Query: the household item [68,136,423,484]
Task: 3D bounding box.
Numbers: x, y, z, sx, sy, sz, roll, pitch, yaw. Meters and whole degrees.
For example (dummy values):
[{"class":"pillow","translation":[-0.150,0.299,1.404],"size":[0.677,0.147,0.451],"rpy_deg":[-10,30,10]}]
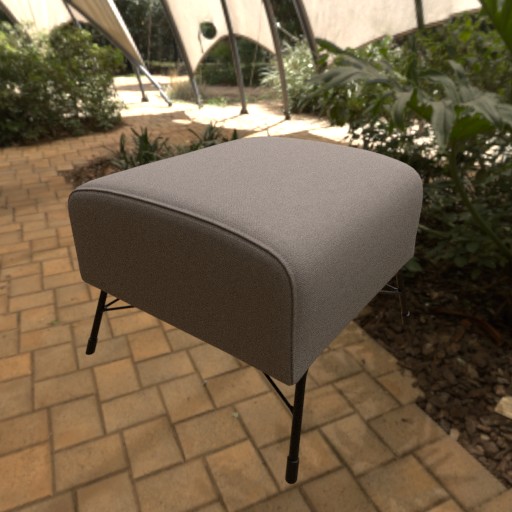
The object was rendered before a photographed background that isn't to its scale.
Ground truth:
[{"class":"household item","translation":[0.000,0.000,0.911],"size":[0.530,0.410,0.530],"rpy_deg":[18,32,32]}]
